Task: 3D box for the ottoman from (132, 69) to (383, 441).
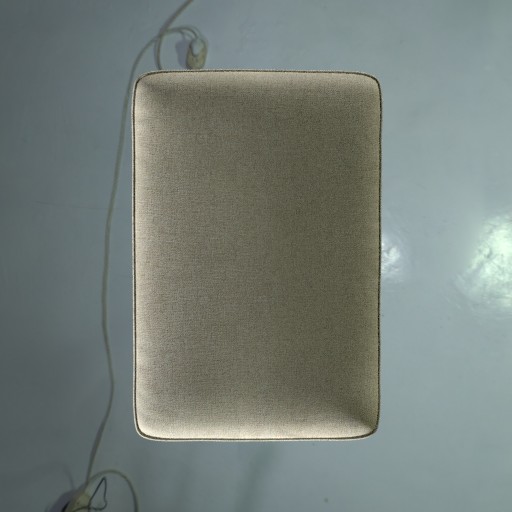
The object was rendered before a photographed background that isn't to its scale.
[{"bbox_3d":[0.000,0.000,1.218,0.583,0.484,0.862,0,91,-1],"label":"ottoman"}]
